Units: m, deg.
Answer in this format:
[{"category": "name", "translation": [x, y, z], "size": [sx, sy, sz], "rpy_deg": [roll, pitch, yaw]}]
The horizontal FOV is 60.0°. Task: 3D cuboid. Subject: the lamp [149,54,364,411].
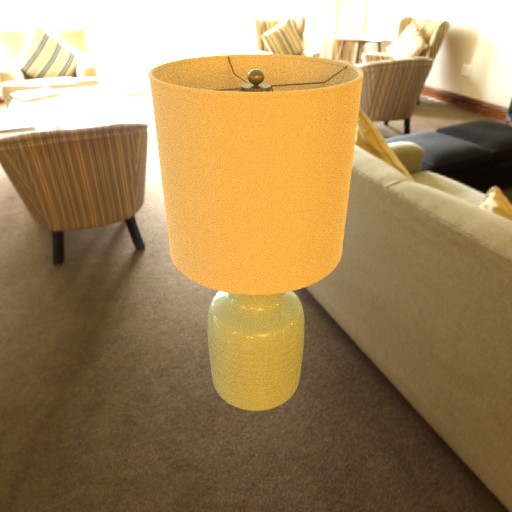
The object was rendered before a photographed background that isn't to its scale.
[{"category": "lamp", "translation": [0.000, 0.000, 1.108], "size": [0.418, 0.871, 0.418], "rpy_deg": [11, 34, 16]}]
